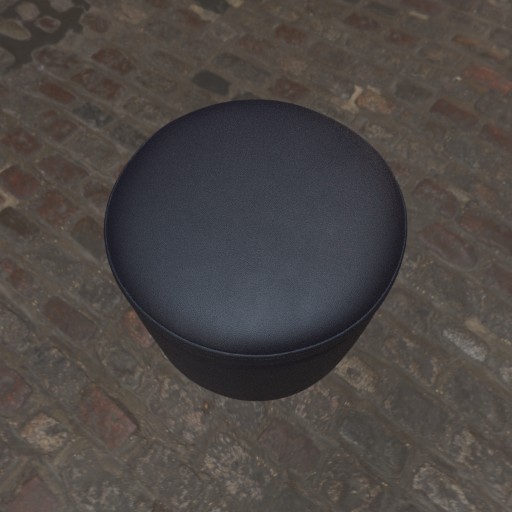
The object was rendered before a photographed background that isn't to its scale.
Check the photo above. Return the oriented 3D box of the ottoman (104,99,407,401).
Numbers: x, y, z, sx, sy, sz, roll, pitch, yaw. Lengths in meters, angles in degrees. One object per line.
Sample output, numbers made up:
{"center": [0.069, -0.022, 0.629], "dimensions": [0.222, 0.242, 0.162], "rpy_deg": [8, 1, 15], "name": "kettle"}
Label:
{"center": [0.000, 0.000, 0.882], "dimensions": [0.501, 0.409, 0.501], "rpy_deg": [0, 63, 0], "name": "ottoman"}
